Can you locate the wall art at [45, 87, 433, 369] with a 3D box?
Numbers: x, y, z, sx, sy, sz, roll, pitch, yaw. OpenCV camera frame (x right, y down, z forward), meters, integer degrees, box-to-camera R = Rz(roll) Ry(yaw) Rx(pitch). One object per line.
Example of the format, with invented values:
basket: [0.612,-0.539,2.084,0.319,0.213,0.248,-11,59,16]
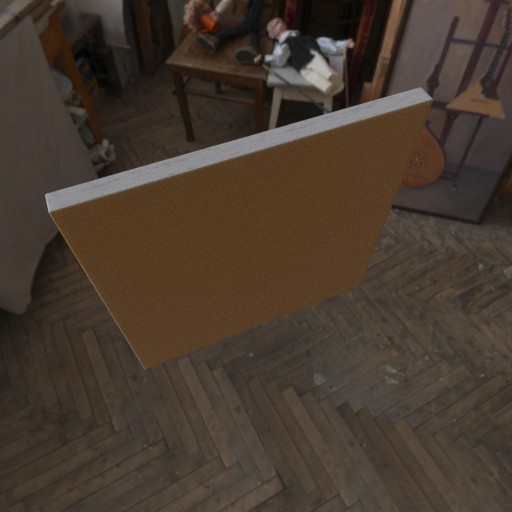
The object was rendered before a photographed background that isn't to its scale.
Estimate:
wall art: [0.000,0.000,1.930,1.287,1.288,0.078,-19,58,-12]
